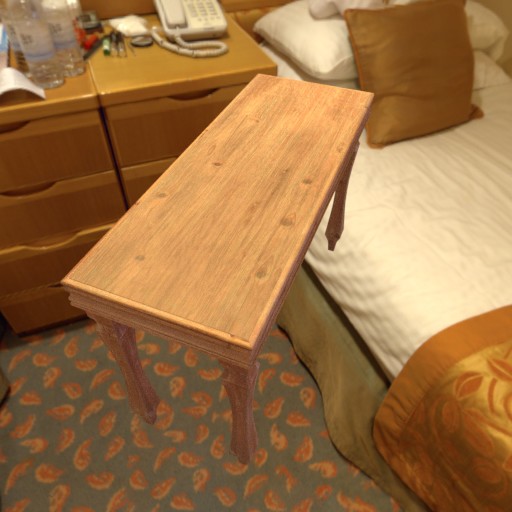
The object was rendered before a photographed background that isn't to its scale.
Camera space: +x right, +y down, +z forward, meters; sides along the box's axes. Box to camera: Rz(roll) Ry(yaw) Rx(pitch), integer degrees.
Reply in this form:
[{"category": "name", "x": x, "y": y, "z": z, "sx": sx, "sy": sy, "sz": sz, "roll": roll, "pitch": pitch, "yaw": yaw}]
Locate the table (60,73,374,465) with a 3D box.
[{"category": "table", "x": 0.000, "y": 0.000, "z": 1.783, "sx": 0.522, "sy": 0.873, "sz": 1.330, "roll": 16, "pitch": 48, "yaw": 15}]
